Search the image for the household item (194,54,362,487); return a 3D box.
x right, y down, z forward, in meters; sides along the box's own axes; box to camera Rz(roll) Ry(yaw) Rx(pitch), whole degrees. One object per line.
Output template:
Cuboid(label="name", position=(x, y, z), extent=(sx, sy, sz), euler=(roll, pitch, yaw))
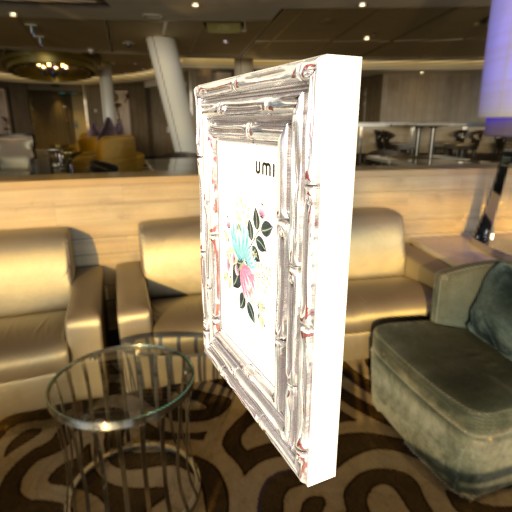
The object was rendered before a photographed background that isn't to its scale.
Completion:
Cuboid(label="household item", position=(0.000, 0.000, 0.284), extent=(0.025, 0.216, 0.165), euler=(-8, 18, -24))
